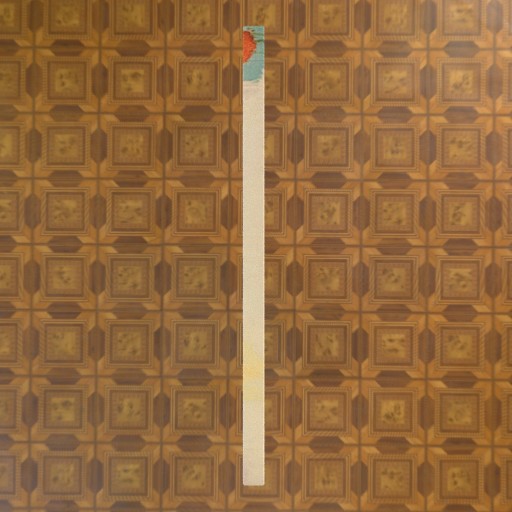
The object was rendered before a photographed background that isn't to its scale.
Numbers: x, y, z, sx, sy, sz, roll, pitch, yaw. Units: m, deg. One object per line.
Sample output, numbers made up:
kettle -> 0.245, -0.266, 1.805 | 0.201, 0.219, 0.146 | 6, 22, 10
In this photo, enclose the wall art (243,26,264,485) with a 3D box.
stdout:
wall art -> 0.000, 0.000, 1.190 | 0.037, 0.814, 0.814 | 0, 90, 1
